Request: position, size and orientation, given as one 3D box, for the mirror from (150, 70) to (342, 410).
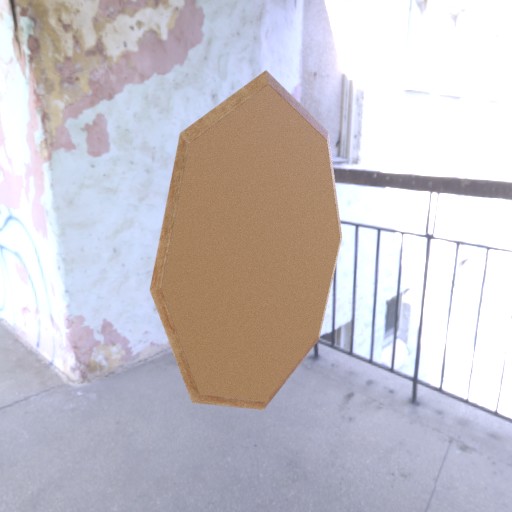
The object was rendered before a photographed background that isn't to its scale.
[{"bbox_3d":[0.000,0.000,1.001,0.577,0.774,0.070,-15,22,-42],"label":"mirror"}]
